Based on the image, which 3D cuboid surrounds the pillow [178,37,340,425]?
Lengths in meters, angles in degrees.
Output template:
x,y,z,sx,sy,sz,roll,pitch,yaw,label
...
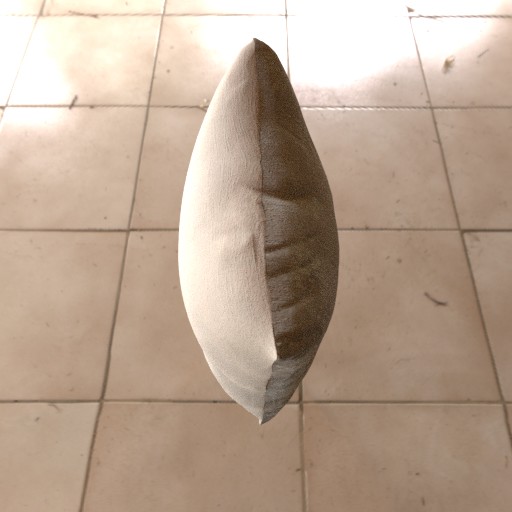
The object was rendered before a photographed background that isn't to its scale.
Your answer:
x,y,z,sx,sy,sz,roll,pitch,yaw,label
0.000,0.000,0.696,0.245,0.448,0.450,-1,63,0,pillow
